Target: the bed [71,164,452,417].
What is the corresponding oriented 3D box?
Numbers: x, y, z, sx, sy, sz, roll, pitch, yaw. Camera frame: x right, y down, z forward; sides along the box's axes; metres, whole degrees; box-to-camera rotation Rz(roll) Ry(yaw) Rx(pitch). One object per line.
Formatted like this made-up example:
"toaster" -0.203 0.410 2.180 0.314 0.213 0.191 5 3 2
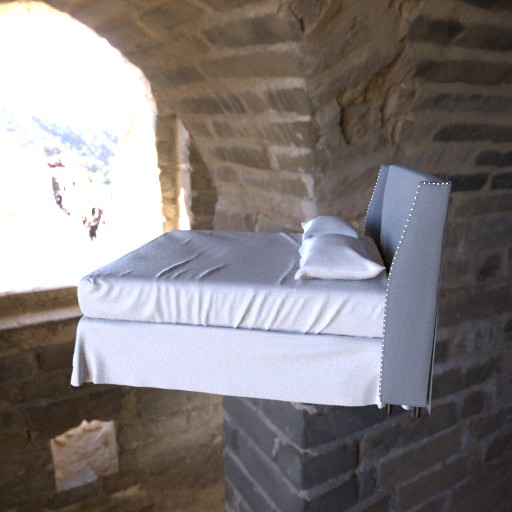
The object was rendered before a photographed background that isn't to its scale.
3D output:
"bed" 0.000 0.000 3.382 2.276 1.332 1.925 2 14 9
